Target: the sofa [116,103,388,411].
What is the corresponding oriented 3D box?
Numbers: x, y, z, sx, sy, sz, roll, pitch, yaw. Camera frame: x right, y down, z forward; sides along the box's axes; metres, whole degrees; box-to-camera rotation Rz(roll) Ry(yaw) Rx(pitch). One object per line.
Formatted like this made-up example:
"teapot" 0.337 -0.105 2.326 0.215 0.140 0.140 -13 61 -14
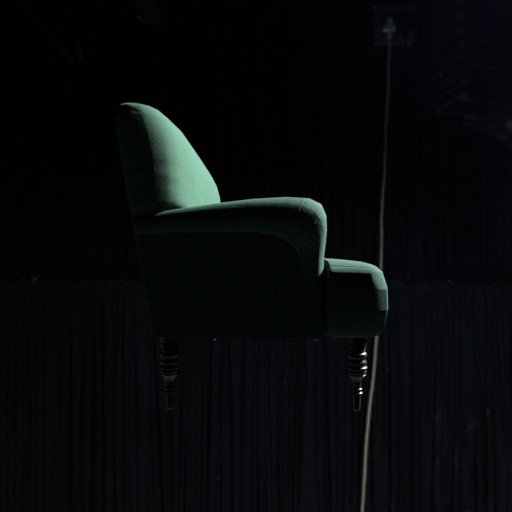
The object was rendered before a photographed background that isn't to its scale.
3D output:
"sofa" 0.000 0.000 1.820 0.779 0.889 1.297 0 0 1
